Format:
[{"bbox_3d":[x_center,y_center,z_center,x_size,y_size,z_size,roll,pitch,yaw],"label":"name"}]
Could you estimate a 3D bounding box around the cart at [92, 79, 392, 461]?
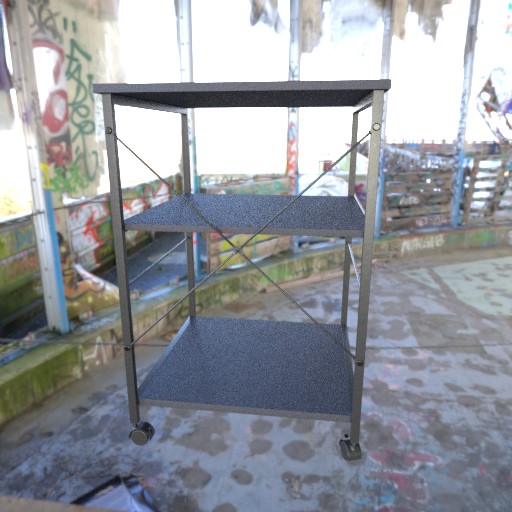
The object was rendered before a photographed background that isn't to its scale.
[{"bbox_3d":[0.000,0.000,1.108,0.521,0.762,0.520,2,16,8],"label":"cart"}]
